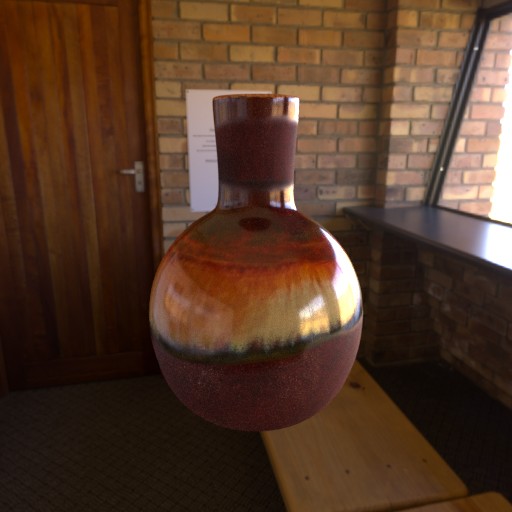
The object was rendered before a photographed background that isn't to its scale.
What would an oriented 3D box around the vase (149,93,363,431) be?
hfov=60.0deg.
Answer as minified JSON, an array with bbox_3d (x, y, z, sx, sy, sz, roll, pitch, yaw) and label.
[{"bbox_3d":[0.000,0.000,0.229,0.111,0.154,0.111,0,15,0],"label":"vase"}]
